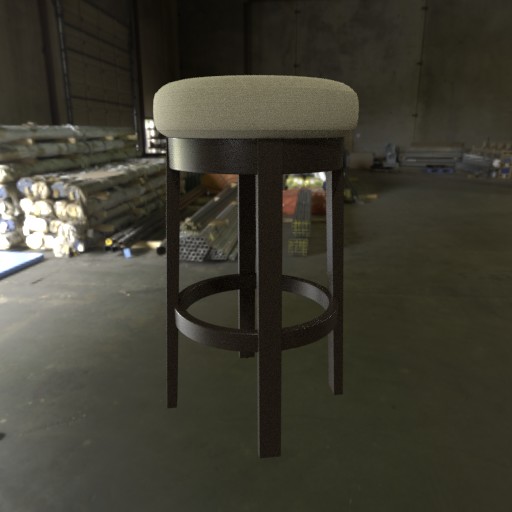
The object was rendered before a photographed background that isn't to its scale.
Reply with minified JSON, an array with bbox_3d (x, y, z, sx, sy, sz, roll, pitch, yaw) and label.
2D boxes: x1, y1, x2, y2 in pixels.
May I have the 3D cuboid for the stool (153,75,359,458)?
[{"bbox_3d":[0.000,0.000,1.033,0.446,0.758,0.446,0,16,0],"label":"stool"}]
